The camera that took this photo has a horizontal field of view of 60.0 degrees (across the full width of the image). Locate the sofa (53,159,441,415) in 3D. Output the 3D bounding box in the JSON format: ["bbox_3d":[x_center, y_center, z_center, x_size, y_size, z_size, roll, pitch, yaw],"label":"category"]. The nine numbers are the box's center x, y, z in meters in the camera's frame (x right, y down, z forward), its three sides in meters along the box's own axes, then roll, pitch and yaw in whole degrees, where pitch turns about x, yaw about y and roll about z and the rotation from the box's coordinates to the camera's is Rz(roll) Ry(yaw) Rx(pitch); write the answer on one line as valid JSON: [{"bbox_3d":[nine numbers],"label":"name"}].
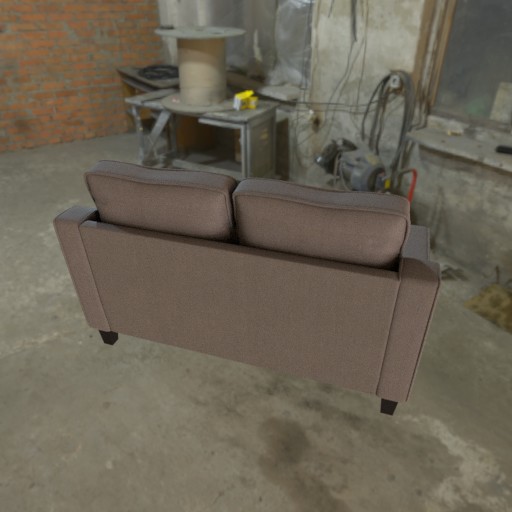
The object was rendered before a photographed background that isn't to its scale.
[{"bbox_3d":[0.000,0.000,2.060,1.500,0.948,0.791,10,33,15],"label":"sofa"}]
